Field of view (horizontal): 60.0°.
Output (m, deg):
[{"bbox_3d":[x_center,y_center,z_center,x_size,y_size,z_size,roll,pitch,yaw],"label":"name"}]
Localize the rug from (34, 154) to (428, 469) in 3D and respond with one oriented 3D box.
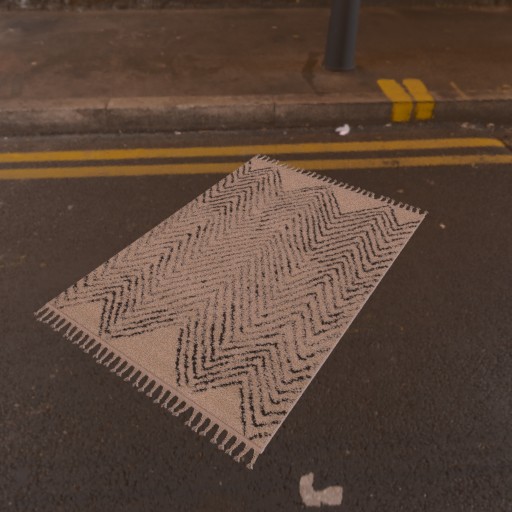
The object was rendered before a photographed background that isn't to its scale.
[{"bbox_3d":[0.000,0.000,2.327,1.230,0.014,1.847,25,47,25],"label":"rug"}]
